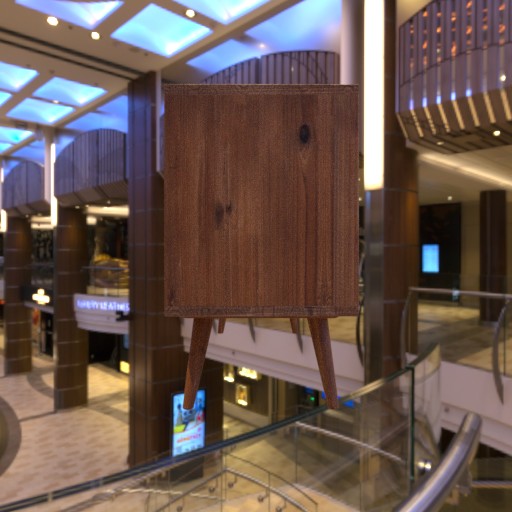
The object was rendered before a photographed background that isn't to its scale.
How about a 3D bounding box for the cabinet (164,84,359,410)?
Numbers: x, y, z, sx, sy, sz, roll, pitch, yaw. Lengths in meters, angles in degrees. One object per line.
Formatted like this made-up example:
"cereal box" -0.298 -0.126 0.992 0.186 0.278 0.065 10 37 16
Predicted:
"cabinet" 0.000 0.000 1.723 0.472 0.800 1.400 0 0 0
